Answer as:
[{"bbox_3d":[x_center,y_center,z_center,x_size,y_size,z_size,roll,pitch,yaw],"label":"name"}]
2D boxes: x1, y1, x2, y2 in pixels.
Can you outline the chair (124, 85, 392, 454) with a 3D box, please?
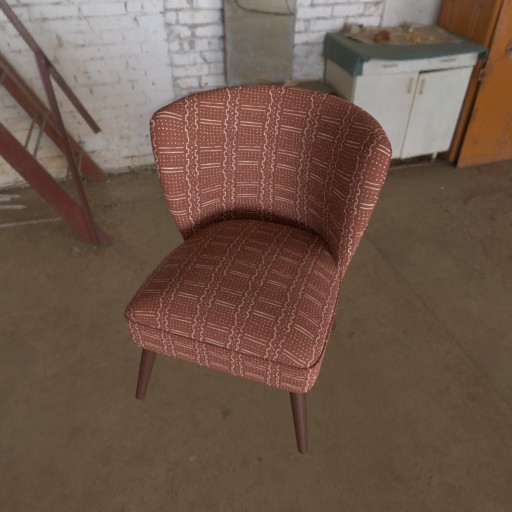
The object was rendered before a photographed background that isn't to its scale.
[{"bbox_3d":[0.000,0.000,1.446,0.706,0.866,0.758,12,42,14],"label":"chair"}]
